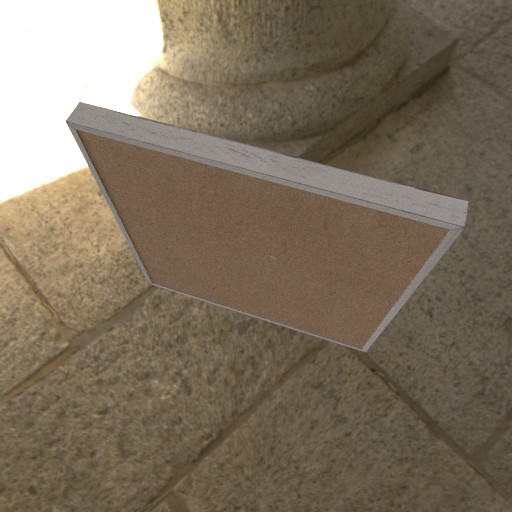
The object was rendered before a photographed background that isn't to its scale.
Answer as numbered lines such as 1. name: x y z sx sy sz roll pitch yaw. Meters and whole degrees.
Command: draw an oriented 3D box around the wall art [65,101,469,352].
1. wall art: 0.000 0.000 0.768 0.508 0.508 0.038 16 63 9
